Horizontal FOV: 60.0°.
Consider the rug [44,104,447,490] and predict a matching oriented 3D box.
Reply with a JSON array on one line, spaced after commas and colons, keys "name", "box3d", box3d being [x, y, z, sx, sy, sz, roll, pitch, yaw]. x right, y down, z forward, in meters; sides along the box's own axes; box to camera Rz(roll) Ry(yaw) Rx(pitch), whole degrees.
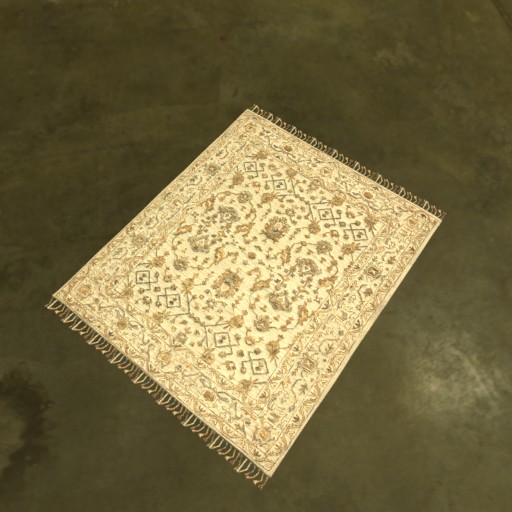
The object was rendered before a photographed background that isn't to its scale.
[{"name": "rug", "box3d": [0.000, 0.000, 4.140, 2.426, 0.034, 3.061, 34, 68, 16]}]
